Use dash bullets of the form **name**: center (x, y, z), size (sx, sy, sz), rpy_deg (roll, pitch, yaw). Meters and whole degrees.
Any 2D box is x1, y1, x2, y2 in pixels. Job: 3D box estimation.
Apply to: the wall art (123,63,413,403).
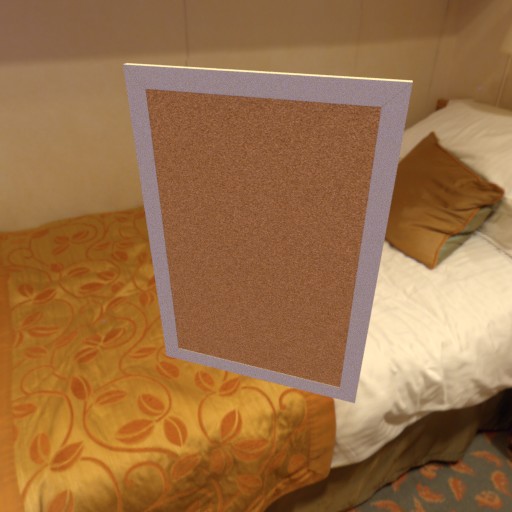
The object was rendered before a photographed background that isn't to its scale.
- **wall art**: center (0.000, 0.000, 0.845), size (0.454, 0.659, 0.011), rpy_deg (10, 34, 15)
